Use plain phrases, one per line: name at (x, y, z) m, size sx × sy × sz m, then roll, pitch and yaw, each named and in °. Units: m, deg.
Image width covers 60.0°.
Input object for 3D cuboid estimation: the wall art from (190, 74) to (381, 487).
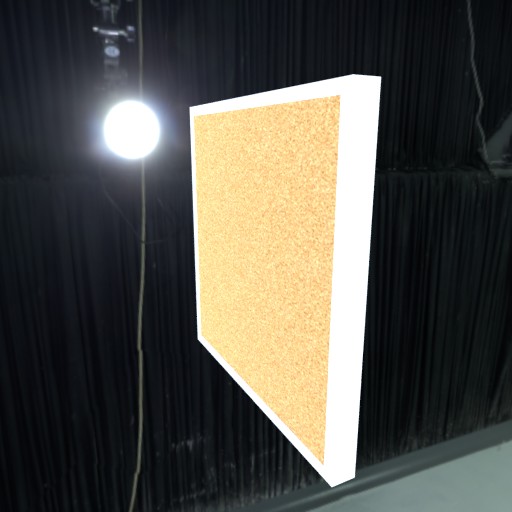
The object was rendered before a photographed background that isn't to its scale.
wall art at (0.000, 0.000, 0.744) m, size 0.038 × 0.505 × 0.506 m, roll -7°, pitch 16°, yaw -26°
